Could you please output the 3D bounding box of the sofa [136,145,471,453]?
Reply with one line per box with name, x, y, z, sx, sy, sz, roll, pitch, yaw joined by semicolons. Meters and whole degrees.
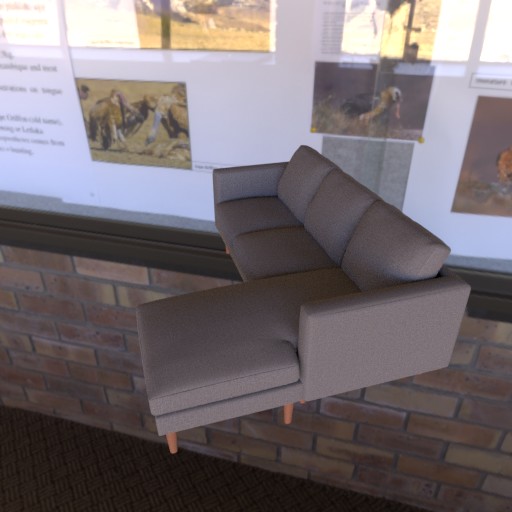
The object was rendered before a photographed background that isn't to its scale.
sofa;0.000;0.000;2.903;1.591;0.897;2.031;-9;31;-15
